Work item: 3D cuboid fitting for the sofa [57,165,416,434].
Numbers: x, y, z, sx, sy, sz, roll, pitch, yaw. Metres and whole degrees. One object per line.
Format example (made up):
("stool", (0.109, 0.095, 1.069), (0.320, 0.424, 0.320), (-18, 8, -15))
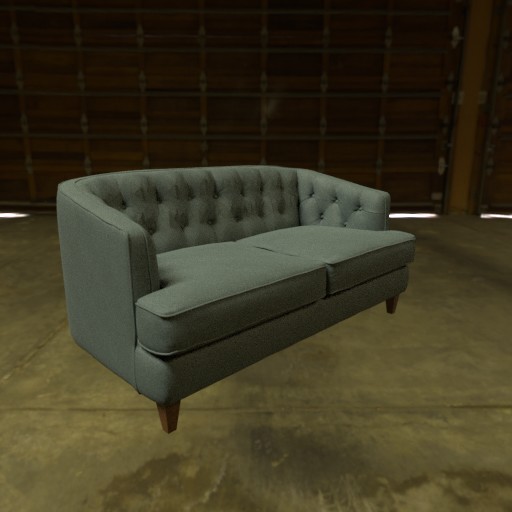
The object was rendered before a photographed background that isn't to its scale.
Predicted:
("sofa", (0.000, 0.000, 2.239), (0.941, 0.855, 1.733), (13, 19, 43))
